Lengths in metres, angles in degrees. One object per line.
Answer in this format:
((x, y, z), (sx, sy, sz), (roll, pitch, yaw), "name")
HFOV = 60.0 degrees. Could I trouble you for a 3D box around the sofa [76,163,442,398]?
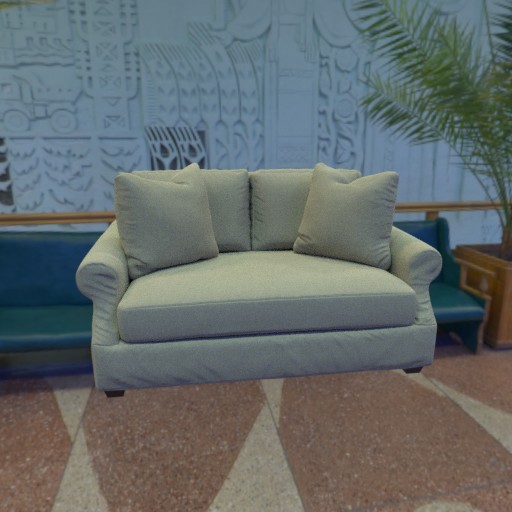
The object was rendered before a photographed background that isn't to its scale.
((0.000, 0.000, 2.220), (1.550, 0.905, 1.070), (-2, 15, -8), "sofa")
